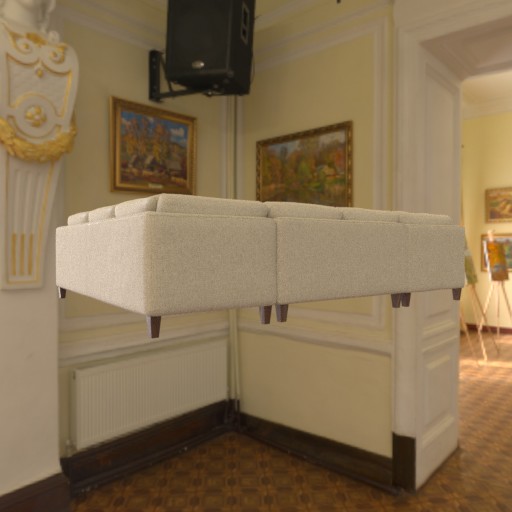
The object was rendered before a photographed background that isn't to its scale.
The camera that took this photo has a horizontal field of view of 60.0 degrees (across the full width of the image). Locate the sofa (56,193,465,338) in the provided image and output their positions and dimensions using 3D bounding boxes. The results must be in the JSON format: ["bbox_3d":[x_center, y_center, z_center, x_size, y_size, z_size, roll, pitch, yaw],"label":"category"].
[{"bbox_3d":[0.000,0.000,4.385,3.238,0.853,2.551,-1,1,-35],"label":"sofa"}]
